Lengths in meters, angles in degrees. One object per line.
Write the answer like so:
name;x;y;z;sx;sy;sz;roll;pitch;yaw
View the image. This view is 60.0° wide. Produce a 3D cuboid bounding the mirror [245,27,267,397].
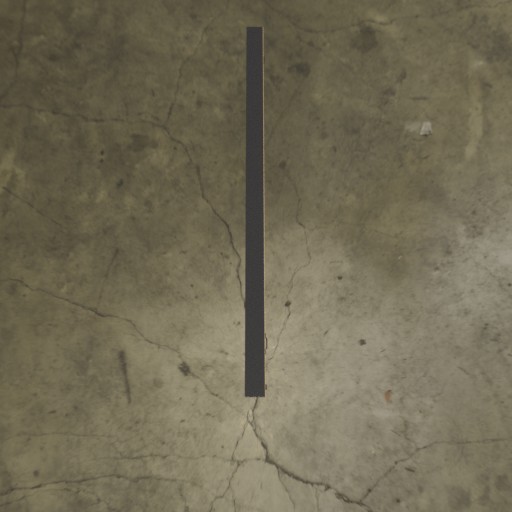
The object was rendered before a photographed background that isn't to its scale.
mirror;0.000;0.000;1.354;0.040;1.016;0.762;0;76;0
